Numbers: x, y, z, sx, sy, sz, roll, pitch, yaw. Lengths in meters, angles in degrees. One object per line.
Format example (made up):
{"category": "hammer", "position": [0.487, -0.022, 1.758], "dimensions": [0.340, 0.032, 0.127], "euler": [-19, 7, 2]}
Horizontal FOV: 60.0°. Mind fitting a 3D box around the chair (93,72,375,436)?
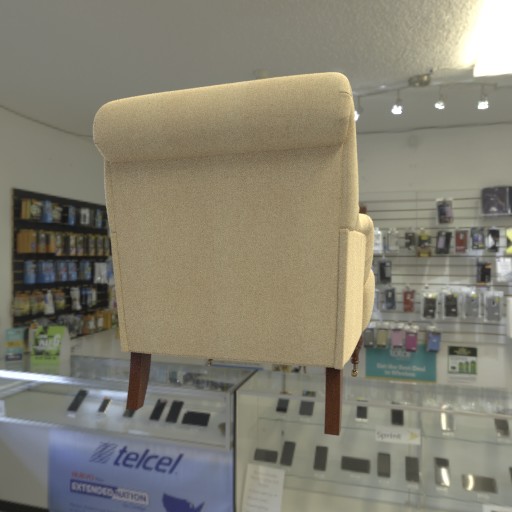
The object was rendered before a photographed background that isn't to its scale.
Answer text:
{"category": "chair", "position": [0.000, 0.000, 1.542], "dimensions": [0.766, 0.944, 0.842], "euler": [0, 0, 18]}
